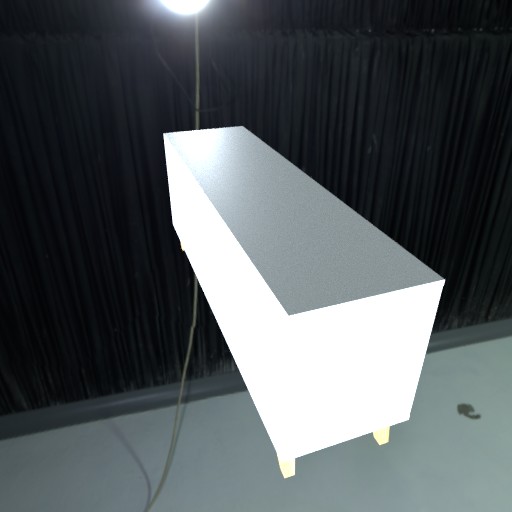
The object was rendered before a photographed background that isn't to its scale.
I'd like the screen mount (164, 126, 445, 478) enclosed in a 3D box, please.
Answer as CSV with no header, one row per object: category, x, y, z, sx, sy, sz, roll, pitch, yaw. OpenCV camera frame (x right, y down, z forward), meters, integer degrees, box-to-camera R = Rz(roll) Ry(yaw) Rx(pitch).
screen mount,0.000,0.000,1.740,0.400,0.619,1.490,-11,32,-17
